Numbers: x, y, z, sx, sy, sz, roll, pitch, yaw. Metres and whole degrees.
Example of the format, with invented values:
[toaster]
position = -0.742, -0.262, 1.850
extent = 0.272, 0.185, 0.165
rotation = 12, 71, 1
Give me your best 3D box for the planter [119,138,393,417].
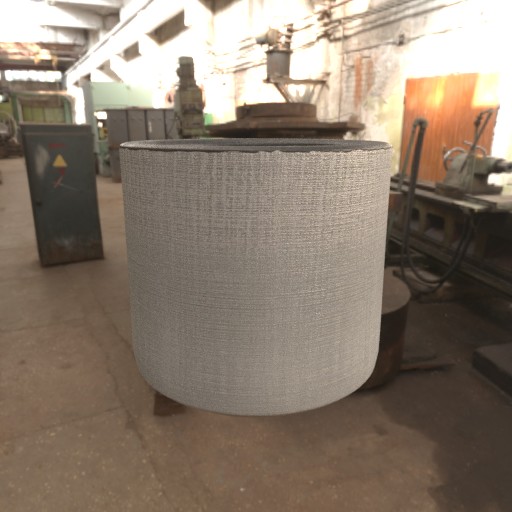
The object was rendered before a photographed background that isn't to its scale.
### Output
[planter]
position = 0.000, 0.000, 0.223
extent = 0.125, 0.112, 0.125
rotation = 0, 16, 0
